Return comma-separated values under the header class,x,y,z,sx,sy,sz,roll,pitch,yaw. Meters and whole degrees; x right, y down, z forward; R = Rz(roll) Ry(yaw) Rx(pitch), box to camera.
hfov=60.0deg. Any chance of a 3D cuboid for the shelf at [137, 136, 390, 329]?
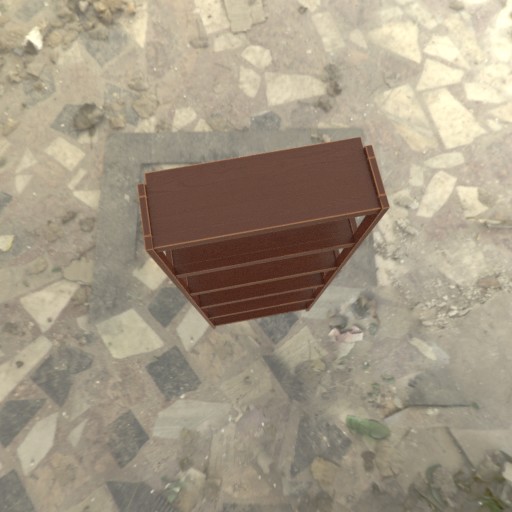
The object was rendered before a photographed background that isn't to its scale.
class,x,y,z,sx,sy,sz,roll,pitch,yaw
shelf,0.000,0.000,2.127,0.660,1.892,0.381,-10,75,-3
